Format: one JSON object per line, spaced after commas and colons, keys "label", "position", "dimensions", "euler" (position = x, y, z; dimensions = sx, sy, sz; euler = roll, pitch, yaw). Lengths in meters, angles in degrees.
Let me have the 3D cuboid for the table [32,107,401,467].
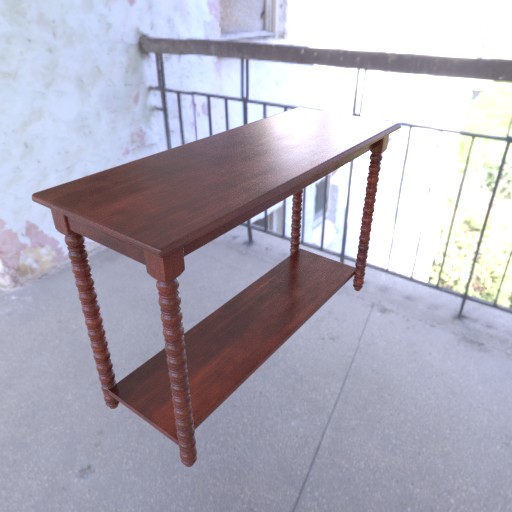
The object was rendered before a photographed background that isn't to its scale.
{"label": "table", "position": [0.000, 0.000, 1.524], "dimensions": [0.459, 0.740, 1.184], "euler": [21, 36, 31]}
